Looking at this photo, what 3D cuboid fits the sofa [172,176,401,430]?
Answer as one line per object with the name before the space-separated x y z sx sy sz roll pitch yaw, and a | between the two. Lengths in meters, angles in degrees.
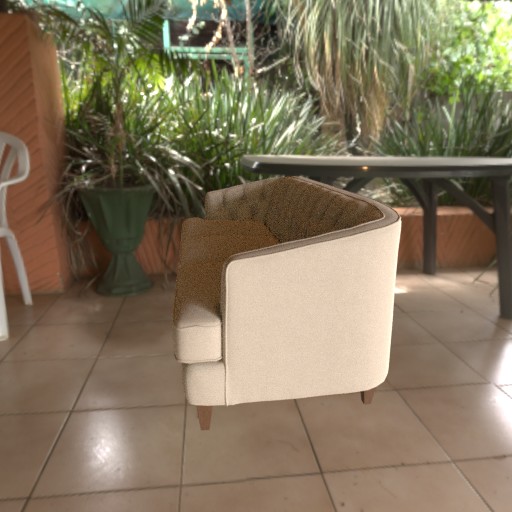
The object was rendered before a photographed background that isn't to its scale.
sofa | 0.000 0.000 2.723 0.941 0.855 2.278 -2 15 -8
